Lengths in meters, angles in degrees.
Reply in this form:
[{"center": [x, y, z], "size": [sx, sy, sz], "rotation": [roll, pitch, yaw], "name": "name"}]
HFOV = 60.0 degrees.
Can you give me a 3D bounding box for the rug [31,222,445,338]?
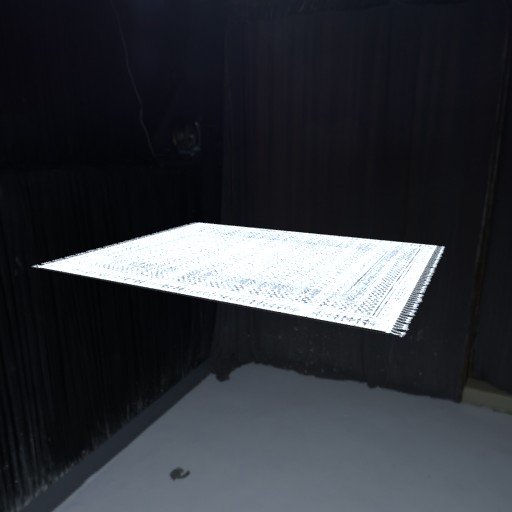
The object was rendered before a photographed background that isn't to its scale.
[{"center": [0.000, 0.000, 3.929], "size": [2.940, 0.013, 2.312], "rotation": [7, 16, 26], "name": "rug"}]
